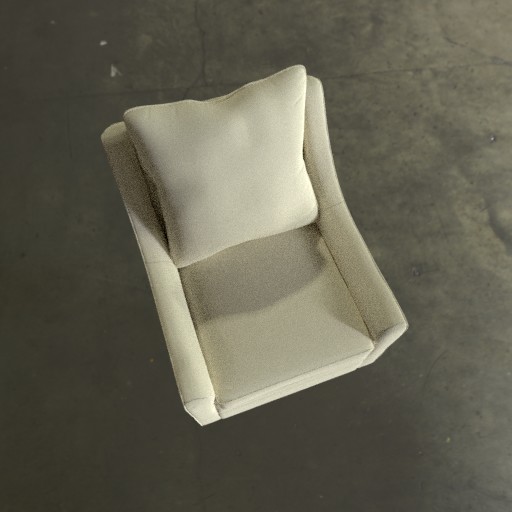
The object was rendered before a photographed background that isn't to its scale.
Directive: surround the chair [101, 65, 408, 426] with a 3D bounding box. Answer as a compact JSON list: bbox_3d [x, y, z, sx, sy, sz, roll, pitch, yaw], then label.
[{"bbox_3d":[0.000,0.000,1.577,0.756,0.965,0.876,-18,65,-9],"label":"chair"}]
